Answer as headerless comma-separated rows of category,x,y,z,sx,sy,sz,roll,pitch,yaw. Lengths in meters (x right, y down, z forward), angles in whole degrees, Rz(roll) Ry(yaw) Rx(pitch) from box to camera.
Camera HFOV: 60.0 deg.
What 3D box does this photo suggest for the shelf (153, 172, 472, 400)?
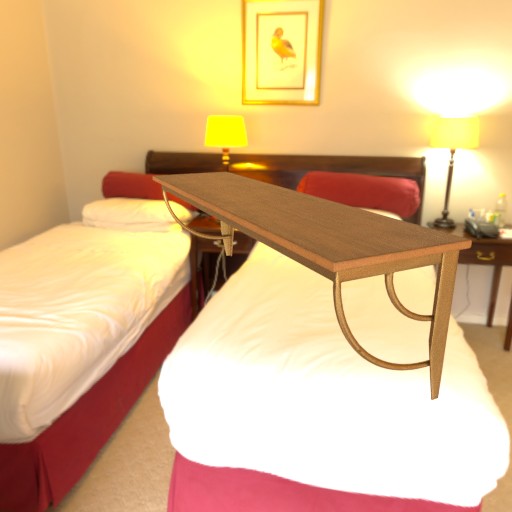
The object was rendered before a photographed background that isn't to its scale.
shelf,0.000,0.000,0.705,0.166,0.190,0.636,-8,19,-25
